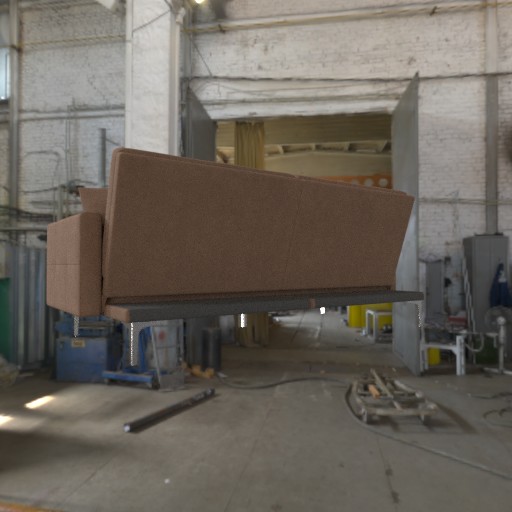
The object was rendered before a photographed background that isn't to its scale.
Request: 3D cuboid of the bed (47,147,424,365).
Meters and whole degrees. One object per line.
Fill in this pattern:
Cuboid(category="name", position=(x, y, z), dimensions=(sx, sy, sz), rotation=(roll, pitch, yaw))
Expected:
Cuboid(category="bed", position=(0.000, 0.000, 2.373), dimensions=(1.905, 0.787, 0.889), rotation=(1, -1, -36))
